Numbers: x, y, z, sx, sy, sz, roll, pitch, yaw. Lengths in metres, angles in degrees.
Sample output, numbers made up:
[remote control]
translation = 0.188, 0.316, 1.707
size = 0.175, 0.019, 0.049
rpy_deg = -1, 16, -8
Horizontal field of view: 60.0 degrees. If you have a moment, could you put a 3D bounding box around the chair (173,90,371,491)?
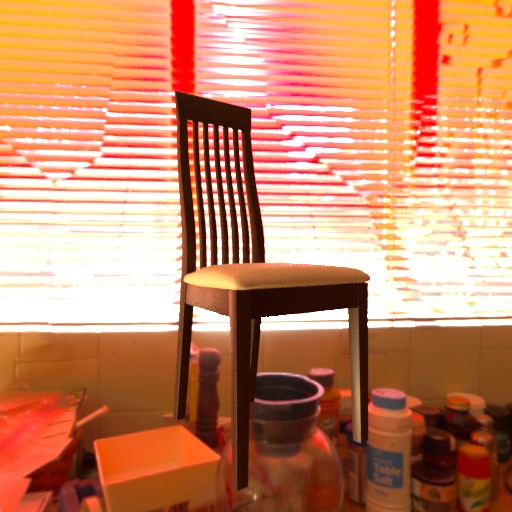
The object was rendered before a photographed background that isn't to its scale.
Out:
[chair]
translation = 0.000, 0.000, 1.282
size = 0.460, 1.027, 0.474
rpy_deg = 0, 0, -37
